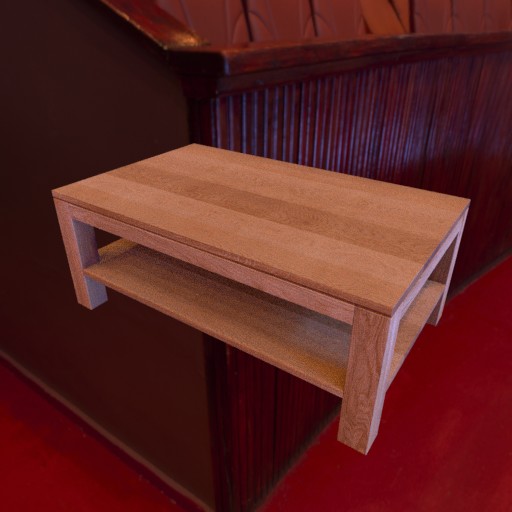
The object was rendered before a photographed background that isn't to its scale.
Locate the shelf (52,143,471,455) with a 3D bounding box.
[{"bbox_3d":[0.000,0.000,1.531,1.150,0.450,0.700,19,34,30],"label":"shelf"}]
